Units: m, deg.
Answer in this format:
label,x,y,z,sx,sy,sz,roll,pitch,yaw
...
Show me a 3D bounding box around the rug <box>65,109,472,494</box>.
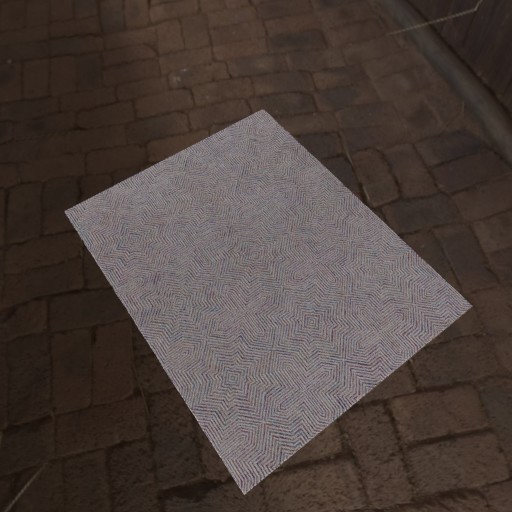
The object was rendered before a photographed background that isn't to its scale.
label,x,y,z,sx,sy,sz,roll,pitch,yaw
rug,0.000,0.000,4.109,2.442,0.008,3.046,-32,65,-17
